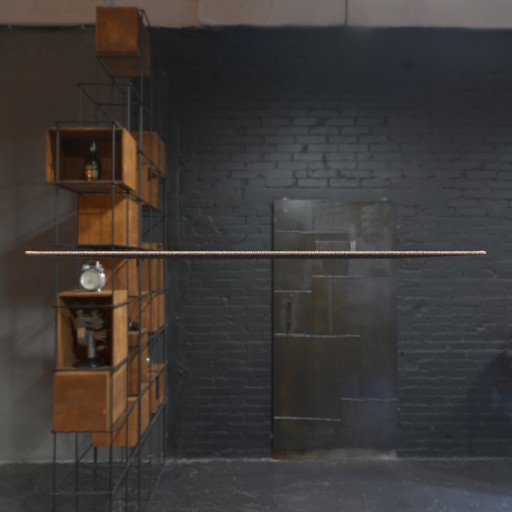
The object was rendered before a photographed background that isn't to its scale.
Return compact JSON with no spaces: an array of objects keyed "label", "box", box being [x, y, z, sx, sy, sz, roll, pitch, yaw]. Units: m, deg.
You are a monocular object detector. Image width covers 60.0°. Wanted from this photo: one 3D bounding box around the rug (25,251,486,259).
[{"label":"rug","box":[0.000,0.000,2.358,1.840,0.015,1.225,0,-1,1]}]
